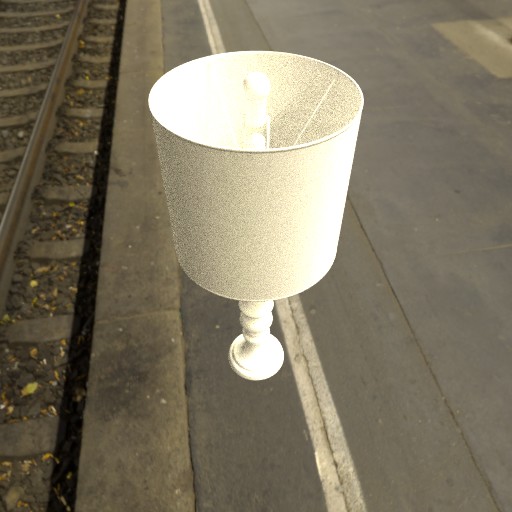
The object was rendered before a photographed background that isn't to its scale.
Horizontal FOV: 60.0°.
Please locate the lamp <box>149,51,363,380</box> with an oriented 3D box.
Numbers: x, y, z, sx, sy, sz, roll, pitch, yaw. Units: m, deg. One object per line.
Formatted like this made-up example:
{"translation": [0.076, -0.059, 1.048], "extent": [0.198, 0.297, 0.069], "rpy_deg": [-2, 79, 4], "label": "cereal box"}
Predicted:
{"translation": [0.000, 0.000, 0.721], "extent": [0.250, 0.597, 0.250], "rpy_deg": [-23, 50, -21], "label": "lamp"}
